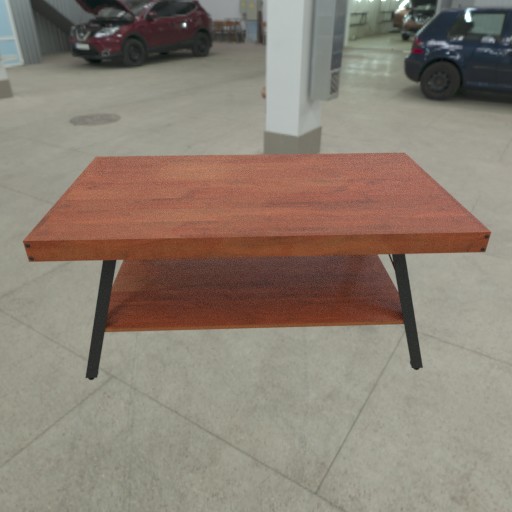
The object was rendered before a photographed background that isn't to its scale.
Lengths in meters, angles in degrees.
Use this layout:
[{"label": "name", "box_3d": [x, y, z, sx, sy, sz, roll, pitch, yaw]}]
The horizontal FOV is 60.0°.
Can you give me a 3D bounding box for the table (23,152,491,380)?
[{"label": "table", "box_3d": [0.000, 0.000, 1.385, 1.067, 0.457, 0.610, -1, 30, -2]}]
